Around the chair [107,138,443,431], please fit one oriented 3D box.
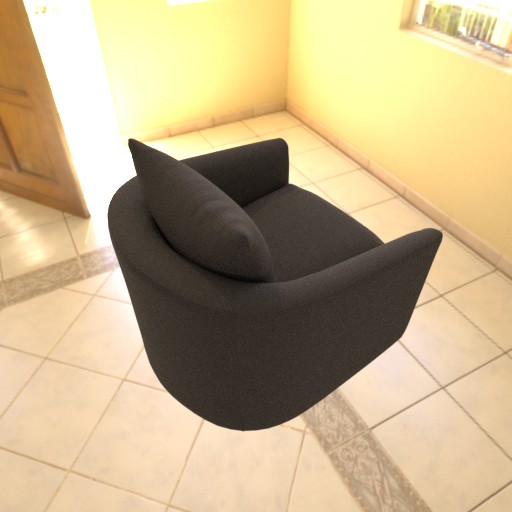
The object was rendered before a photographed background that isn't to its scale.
[{"bbox_3d":[0.000,0.000,1.561,0.910,0.848,0.845,-28,49,-27],"label":"chair"}]
